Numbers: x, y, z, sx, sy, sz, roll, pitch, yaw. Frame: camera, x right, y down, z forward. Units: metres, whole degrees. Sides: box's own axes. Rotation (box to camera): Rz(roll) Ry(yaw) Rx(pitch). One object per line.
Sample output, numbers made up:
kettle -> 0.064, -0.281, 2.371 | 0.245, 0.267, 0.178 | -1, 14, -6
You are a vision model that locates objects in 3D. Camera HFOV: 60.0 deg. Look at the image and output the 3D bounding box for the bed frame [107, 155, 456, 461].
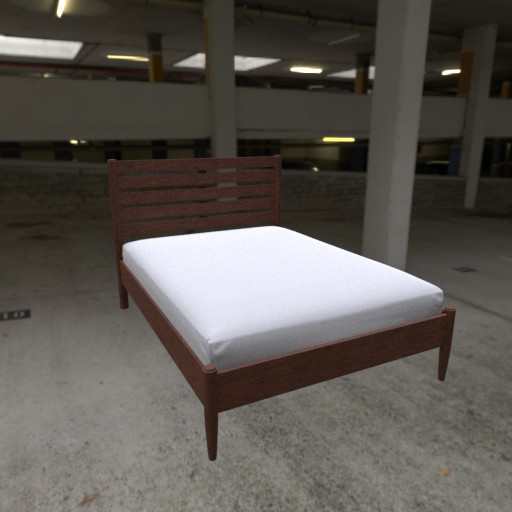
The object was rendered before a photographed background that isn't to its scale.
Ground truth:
bed frame -> 0.000, 0.000, 3.268 | 1.655, 1.321, 2.234 | -8, 17, -26
